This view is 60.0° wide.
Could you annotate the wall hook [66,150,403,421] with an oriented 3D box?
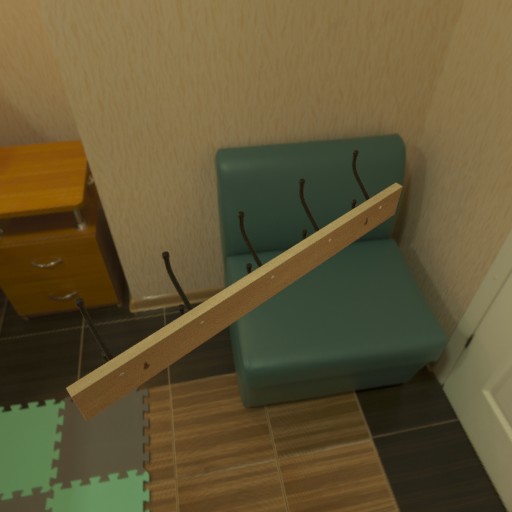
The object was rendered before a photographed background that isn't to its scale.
[{"bbox_3d":[0.000,0.000,0.619,0.571,0.117,0.071,-31,53,-27],"label":"wall hook"}]
